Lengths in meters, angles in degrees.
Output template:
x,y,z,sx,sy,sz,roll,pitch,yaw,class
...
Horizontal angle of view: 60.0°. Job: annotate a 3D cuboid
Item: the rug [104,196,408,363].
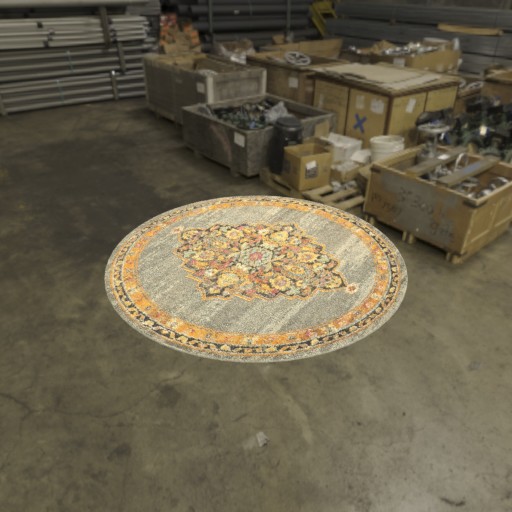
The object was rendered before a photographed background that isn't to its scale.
x,y,z,sx,sy,sz,roll,pitch,yaw,class
0.000,0.000,2.433,1.598,0.010,1.598,0,32,0,rug
